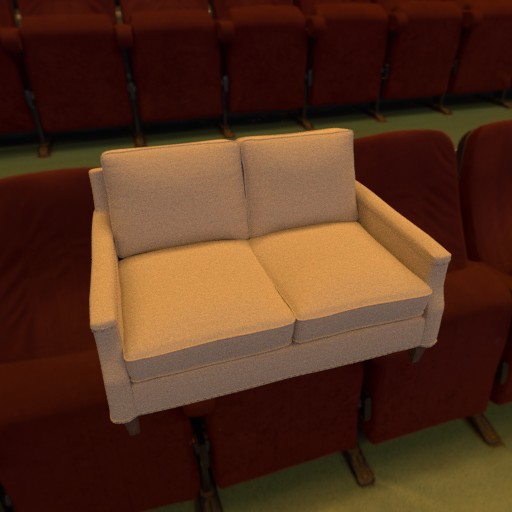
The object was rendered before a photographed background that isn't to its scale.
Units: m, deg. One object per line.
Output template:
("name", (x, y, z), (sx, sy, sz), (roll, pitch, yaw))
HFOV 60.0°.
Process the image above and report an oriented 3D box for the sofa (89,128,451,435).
("sofa", (0.000, 0.000, 2.266), (1.597, 1.003, 1.084), (-10, 34, -14))
